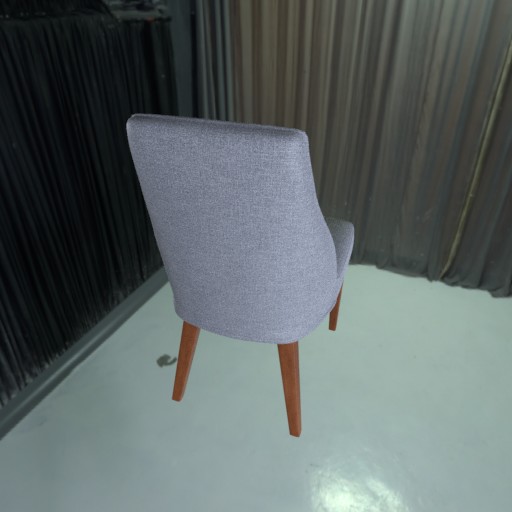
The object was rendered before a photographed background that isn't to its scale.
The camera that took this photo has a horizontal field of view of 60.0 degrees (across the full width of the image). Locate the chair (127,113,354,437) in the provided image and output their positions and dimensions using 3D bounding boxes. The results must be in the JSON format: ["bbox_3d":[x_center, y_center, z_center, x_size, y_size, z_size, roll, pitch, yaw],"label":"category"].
[{"bbox_3d":[0.000,0.000,1.304,0.500,0.930,0.620,11,34,16],"label":"chair"}]
